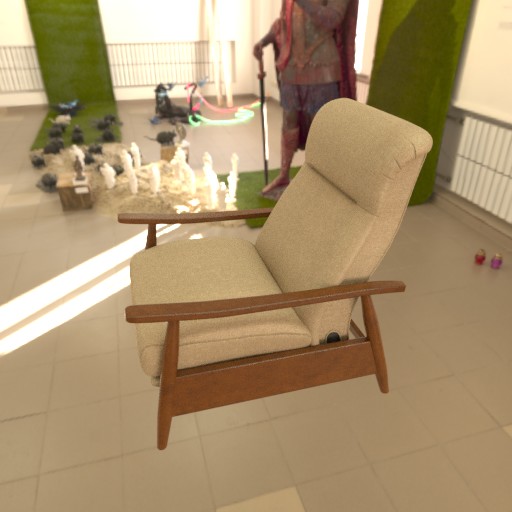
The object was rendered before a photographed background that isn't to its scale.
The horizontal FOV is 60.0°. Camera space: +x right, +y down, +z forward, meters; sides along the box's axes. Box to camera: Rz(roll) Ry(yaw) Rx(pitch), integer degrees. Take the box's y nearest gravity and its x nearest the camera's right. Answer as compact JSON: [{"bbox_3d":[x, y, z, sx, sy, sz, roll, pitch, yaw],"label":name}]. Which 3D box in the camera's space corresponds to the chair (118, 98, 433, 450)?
[{"bbox_3d":[0.000,0.000,1.780,1.030,1.082,0.762,-9,31,-14],"label":"chair"}]
